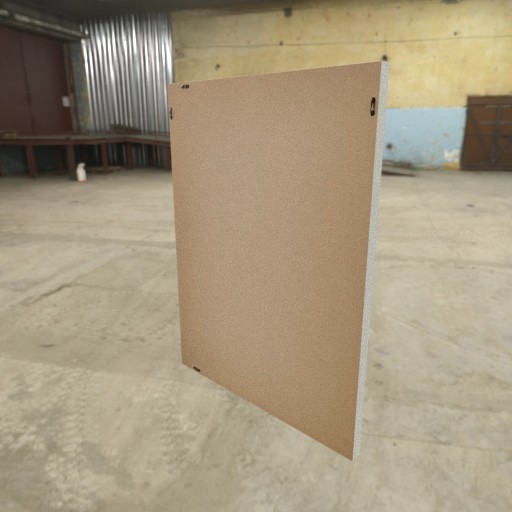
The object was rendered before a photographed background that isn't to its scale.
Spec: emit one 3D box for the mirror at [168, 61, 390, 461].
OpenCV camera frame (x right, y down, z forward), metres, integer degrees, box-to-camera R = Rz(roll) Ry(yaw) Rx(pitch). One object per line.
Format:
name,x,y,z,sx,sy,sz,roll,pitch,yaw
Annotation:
mirror,0.000,0.000,1.339,0.762,1.016,0.041,15,22,41
